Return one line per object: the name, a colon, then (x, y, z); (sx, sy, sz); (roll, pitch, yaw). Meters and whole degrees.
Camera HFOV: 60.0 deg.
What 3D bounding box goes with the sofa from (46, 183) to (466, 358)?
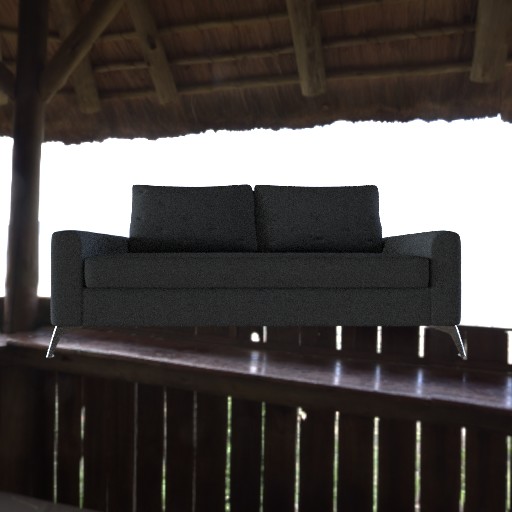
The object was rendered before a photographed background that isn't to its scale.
sofa: (0.000, 0.000, 2.154); (1.650, 0.790, 0.920); (0, 0, -1)
